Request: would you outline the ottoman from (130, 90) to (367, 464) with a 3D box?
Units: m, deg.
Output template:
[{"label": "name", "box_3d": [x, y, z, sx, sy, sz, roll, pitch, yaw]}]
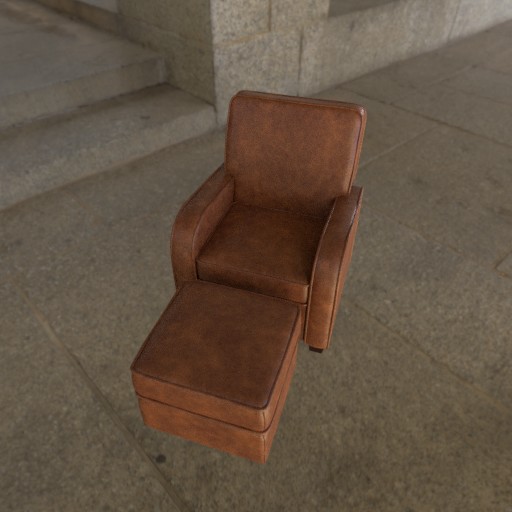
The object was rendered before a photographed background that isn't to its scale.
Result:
[{"label": "ottoman", "box_3d": [0.000, 0.000, 1.861, 0.732, 0.904, 1.314, 12, 42, 13]}]
